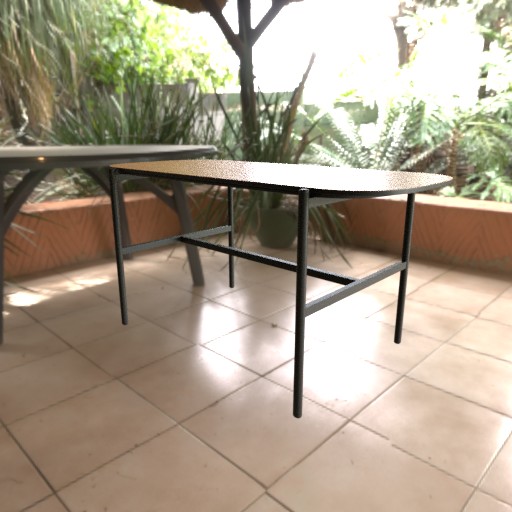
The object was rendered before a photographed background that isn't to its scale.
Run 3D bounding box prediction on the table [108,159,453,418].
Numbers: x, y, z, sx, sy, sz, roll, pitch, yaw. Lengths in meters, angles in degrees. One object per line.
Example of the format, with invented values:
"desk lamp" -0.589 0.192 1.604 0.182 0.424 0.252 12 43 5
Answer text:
"table" 0.000 0.000 1.044 0.800 0.400 0.400 14 21 41
